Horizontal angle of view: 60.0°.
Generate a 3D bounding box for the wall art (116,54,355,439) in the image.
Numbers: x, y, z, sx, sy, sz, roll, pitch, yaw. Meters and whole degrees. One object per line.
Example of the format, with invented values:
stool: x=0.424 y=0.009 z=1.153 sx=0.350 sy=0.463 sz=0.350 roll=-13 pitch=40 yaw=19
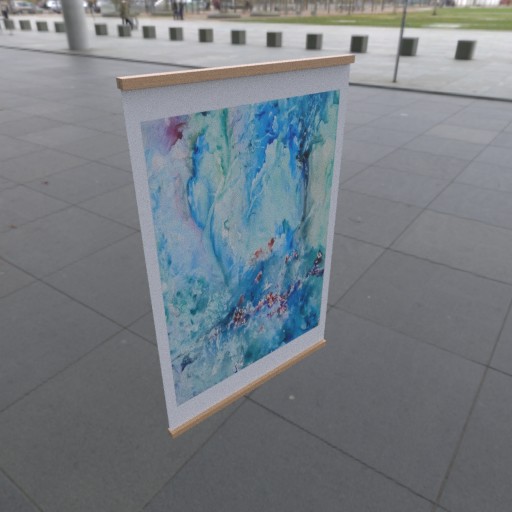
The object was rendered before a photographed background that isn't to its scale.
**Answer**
wall art: x=0.000 y=0.000 z=0.765 sx=0.401 sy=0.611 sz=0.016 roll=-22 pitch=37 yaw=-33
